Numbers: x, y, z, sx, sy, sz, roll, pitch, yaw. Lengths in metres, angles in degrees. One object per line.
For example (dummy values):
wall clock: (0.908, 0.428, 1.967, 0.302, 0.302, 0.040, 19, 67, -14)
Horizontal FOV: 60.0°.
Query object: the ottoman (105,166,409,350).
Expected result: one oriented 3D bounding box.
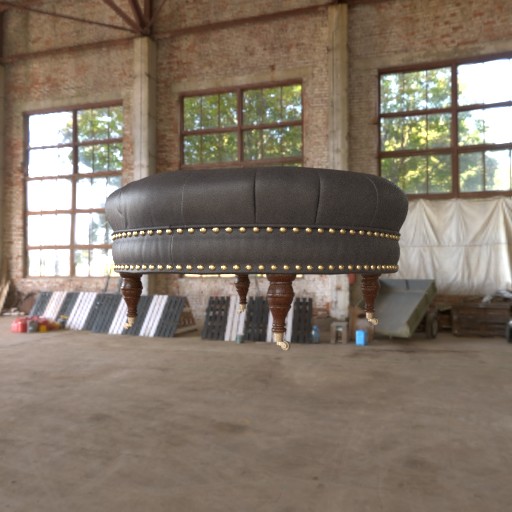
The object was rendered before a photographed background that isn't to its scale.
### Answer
ottoman: (0.000, 0.000, 1.384, 0.901, 0.439, 0.901, 0, -1, 0)
